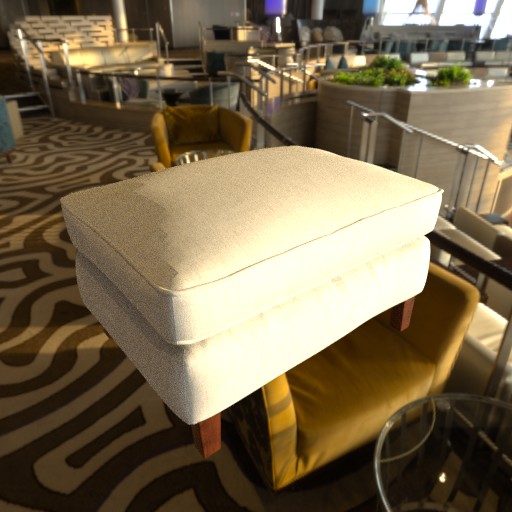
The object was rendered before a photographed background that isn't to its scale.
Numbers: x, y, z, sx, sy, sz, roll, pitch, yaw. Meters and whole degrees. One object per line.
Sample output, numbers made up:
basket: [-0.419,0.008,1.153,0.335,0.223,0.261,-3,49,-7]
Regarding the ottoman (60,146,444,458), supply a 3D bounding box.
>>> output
ottoman: [0.000,0.000,0.968,0.665,0.406,0.501,-21,35,-33]
